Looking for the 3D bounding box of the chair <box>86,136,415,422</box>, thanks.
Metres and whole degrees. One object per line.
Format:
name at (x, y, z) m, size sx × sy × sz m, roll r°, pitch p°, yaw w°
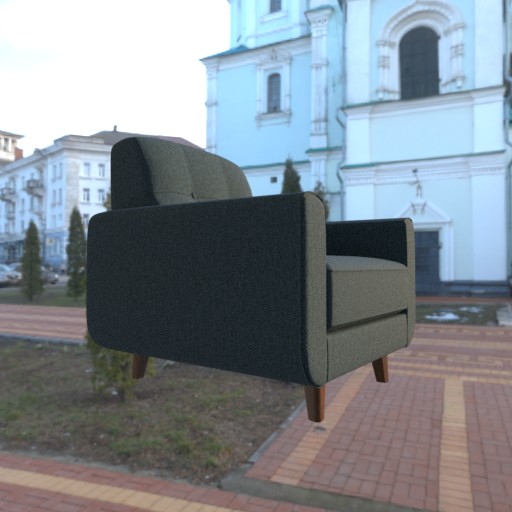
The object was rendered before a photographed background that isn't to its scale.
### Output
chair at (0.000, 0.000, 1.697) m, size 0.964 × 0.940 × 0.880 m, roll -1°, pitch -1°, yaw 37°
